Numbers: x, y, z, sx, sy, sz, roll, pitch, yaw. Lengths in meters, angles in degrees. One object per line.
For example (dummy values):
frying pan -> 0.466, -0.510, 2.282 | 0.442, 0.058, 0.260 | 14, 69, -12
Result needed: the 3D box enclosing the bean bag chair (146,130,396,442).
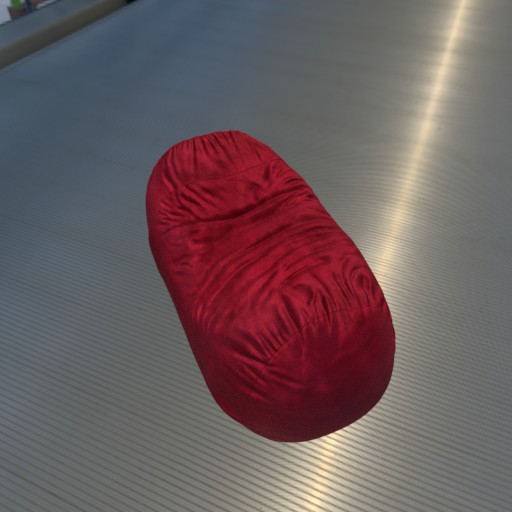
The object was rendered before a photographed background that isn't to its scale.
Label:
bean bag chair -> 0.000, 0.000, 2.873 | 1.216, 0.867, 2.293 | -17, 49, -15
